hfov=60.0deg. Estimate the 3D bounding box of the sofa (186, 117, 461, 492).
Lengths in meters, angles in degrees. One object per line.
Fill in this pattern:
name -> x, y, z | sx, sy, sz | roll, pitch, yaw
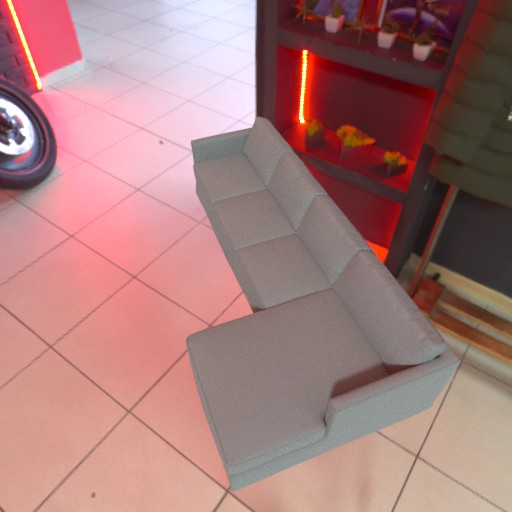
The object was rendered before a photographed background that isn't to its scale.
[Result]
sofa -> 0.000, 0.000, 3.839 | 1.622, 0.867, 3.177 | -16, 49, -15
